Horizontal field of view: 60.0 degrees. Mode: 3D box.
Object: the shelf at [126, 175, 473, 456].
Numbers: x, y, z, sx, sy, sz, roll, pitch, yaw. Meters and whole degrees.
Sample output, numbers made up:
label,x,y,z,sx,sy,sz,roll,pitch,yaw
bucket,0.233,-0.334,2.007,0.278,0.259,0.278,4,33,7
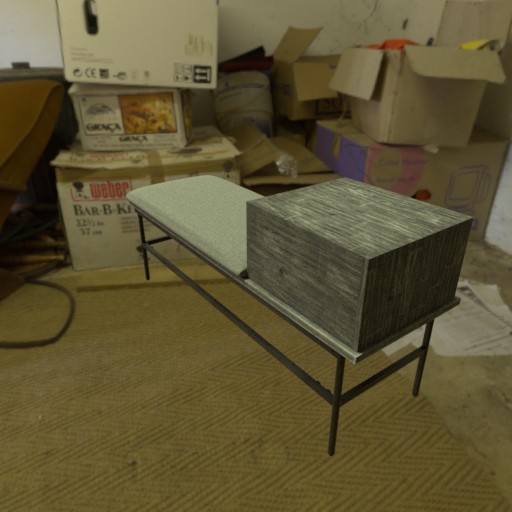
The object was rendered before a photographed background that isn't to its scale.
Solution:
label,x,y,z,sx,sy,sz,roll,pitch,yaw
shelf,0.000,0.000,1.636,0.457,0.633,1.342,-18,32,-32
